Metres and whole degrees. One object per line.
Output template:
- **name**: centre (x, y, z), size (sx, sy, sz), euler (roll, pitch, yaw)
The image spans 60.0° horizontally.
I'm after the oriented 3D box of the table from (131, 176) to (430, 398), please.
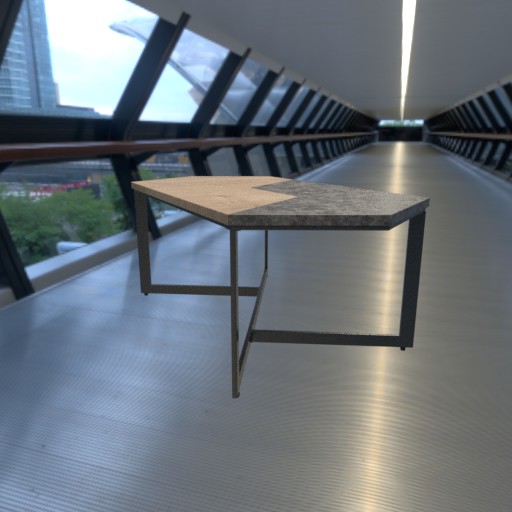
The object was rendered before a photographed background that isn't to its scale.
- **table**: centre (0.000, 0.000, 1.513), size (0.609, 0.457, 1.219), euler (-8, 16, -27)
